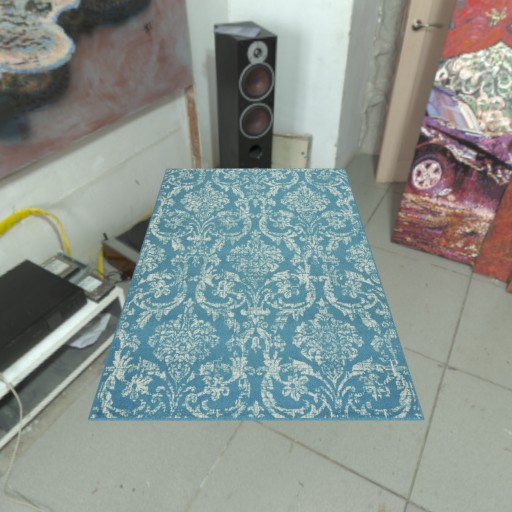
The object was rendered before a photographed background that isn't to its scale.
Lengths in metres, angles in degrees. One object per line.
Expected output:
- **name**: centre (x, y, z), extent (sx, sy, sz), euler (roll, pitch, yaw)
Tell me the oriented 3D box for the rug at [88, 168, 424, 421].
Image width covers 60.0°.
- **rug**: centre (0.000, 0.000, 3.438), extent (1.816, 0.018, 2.746), euler (0, 40, 0)
